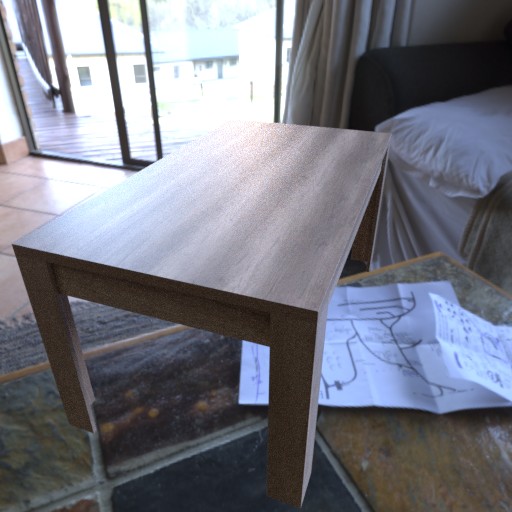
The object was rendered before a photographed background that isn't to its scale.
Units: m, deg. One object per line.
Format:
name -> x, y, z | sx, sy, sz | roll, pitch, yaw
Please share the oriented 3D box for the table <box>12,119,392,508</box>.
table -> 0.000, 0.000, 1.979 | 0.900, 0.775, 1.600 | 11, 32, 18
